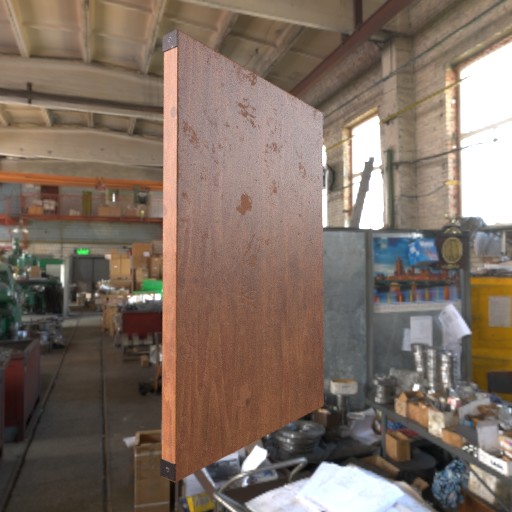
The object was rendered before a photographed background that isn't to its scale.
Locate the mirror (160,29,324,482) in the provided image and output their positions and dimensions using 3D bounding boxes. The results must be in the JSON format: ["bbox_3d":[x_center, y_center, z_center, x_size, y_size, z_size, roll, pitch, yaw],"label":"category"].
[{"bbox_3d":[0.000,0.000,0.962,0.053,0.761,0.517,-1,-2,37],"label":"mirror"}]
